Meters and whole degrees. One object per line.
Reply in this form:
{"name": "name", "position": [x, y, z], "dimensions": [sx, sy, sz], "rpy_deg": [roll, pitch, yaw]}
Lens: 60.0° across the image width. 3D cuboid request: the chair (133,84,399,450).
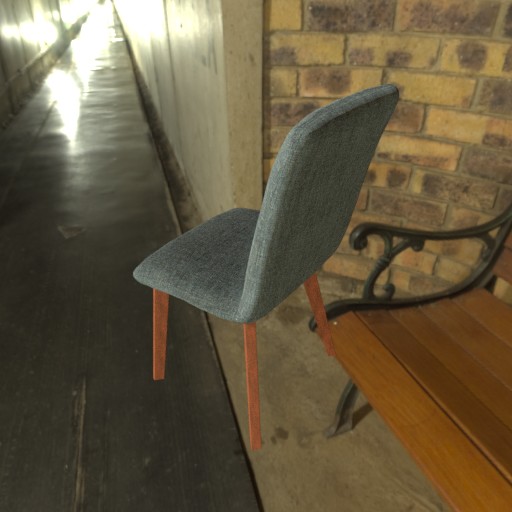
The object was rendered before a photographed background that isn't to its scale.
{"name": "chair", "position": [0.000, 0.000, 1.318], "dimensions": [0.563, 0.974, 0.522], "rpy_deg": [22, 39, 30]}
